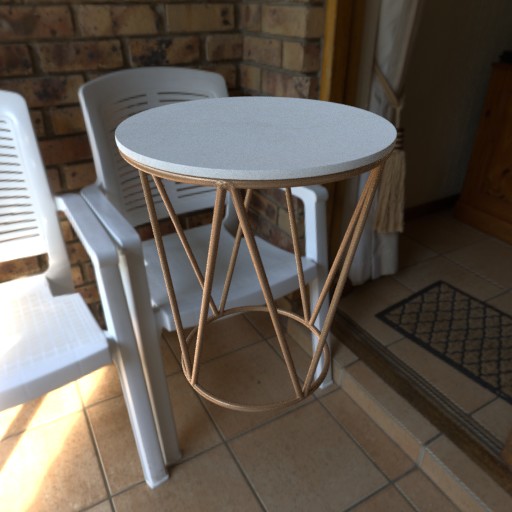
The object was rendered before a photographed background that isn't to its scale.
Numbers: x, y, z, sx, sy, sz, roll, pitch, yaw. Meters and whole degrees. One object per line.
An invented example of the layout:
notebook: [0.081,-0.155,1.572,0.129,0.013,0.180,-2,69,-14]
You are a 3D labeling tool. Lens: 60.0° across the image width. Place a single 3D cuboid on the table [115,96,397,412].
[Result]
table: [0.000,0.000,0.957,0.500,0.564,0.500,0,31,0]
